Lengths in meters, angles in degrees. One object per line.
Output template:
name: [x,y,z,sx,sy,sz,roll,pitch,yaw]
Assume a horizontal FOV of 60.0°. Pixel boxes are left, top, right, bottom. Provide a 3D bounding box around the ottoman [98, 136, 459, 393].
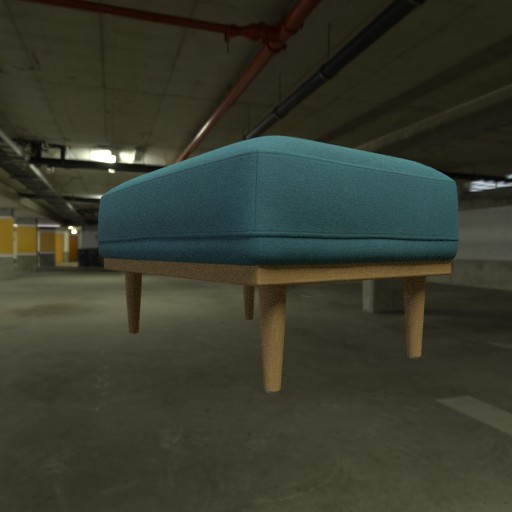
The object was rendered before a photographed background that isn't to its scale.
ottoman: [0.000,0.000,1.067,0.549,0.428,0.749,-1,1,-36]
